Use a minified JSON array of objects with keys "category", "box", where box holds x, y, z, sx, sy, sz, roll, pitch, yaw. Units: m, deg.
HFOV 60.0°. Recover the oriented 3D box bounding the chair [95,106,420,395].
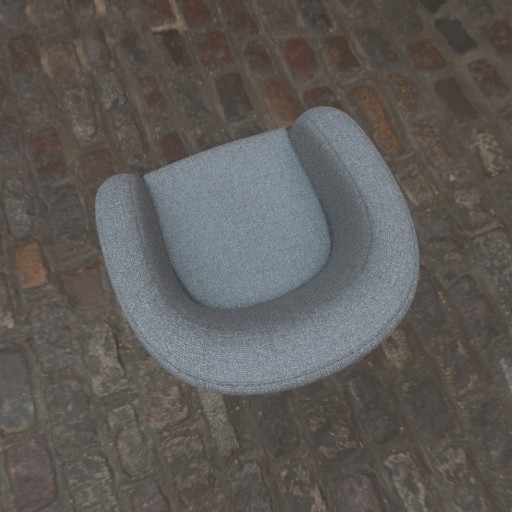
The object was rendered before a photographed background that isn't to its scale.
[{"category":"chair","box":[0.000,0.000,1.422,0.791,0.771,0.815,-20,76,-5]}]
